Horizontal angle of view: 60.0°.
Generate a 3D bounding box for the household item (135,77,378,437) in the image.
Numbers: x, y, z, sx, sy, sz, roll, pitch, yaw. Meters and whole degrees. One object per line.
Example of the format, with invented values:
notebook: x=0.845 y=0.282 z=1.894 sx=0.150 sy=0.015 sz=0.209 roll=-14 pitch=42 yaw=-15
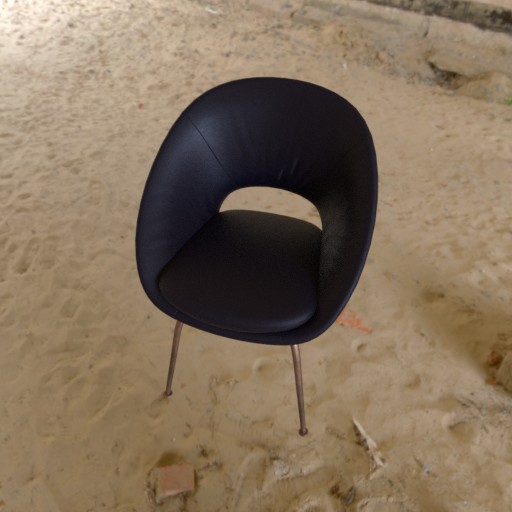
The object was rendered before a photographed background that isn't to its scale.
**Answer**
household item: x=0.000 y=0.000 z=1.302 sx=0.623 sy=0.852 sz=0.573 roll=11 pitch=42 yaw=13
